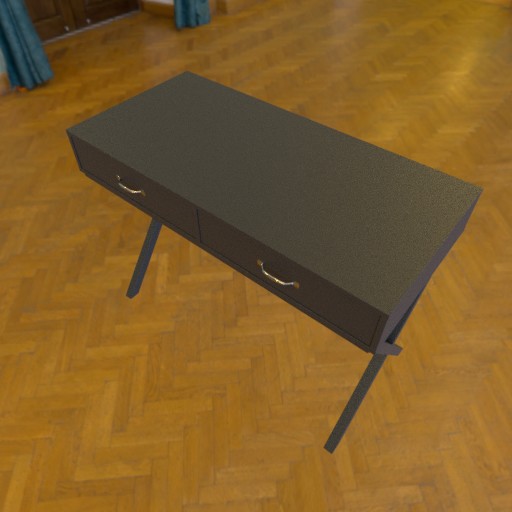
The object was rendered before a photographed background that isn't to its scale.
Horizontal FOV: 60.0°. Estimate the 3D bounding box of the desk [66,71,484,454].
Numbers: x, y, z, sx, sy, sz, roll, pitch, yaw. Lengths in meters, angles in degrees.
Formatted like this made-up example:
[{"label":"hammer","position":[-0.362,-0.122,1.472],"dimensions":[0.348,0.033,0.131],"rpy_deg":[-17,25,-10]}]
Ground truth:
[{"label":"desk","position":[0.000,0.000,1.494],"dimensions":[1.057,0.780,0.525],"rpy_deg":[31,54,26]}]
